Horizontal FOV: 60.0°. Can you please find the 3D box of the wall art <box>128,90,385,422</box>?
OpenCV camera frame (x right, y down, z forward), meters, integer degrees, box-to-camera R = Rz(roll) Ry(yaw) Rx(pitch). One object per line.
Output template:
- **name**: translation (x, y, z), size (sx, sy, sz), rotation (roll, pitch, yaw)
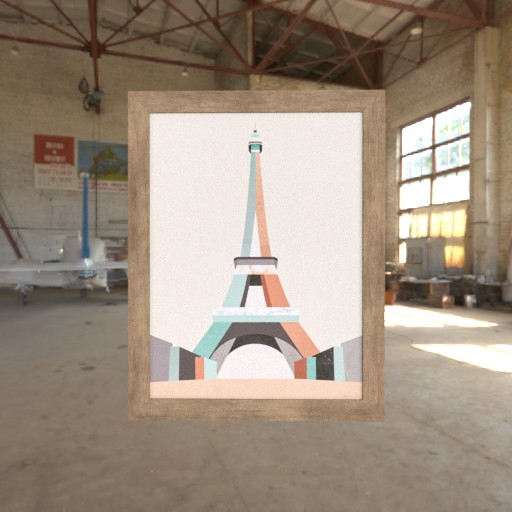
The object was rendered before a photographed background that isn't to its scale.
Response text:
- **wall art**: translation (0.000, 0.000, 0.929), size (0.534, 0.686, 0.018), rotation (0, 0, 1)
